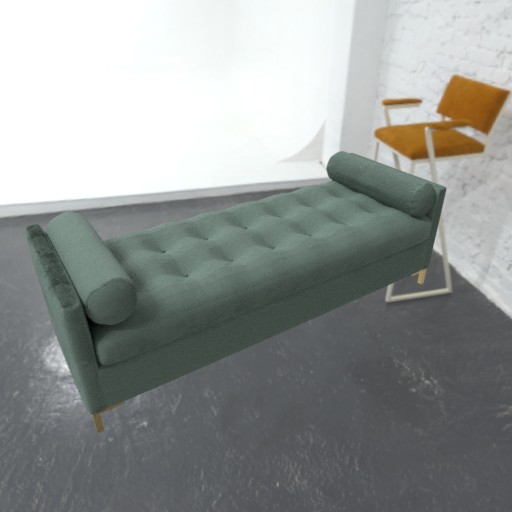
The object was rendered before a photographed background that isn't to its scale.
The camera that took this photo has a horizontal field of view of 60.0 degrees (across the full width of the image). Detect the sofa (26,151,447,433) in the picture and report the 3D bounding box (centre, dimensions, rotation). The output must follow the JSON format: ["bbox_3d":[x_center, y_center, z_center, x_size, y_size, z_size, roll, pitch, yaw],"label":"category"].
[{"bbox_3d":[0.000,0.000,2.420,2.102,0.705,0.796,-18,35,-28],"label":"sofa"}]
